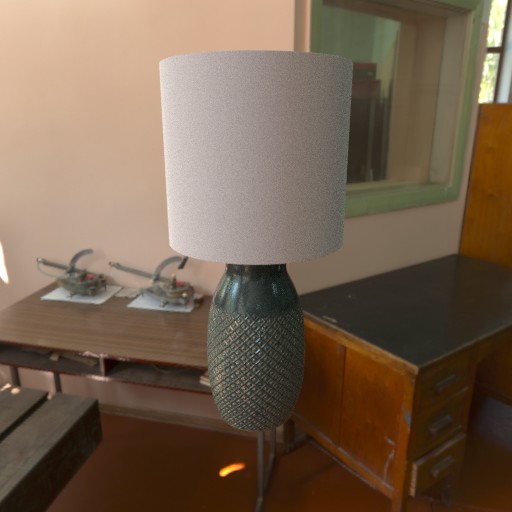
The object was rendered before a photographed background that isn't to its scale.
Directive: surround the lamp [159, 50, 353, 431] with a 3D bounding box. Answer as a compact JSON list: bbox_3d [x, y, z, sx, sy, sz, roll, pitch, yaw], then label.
[{"bbox_3d":[0.000,0.000,0.569,0.217,0.453,0.217,-15,22,-41],"label":"lamp"}]
